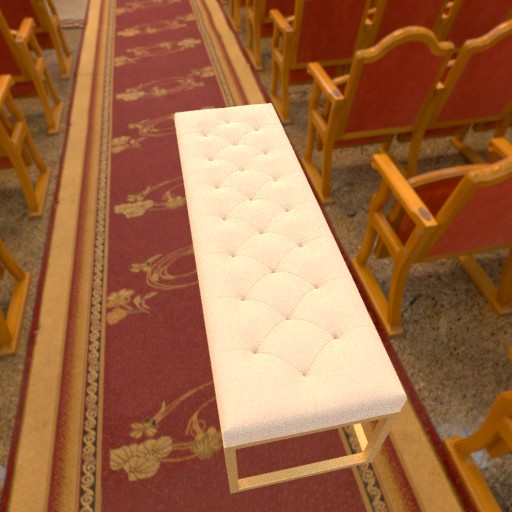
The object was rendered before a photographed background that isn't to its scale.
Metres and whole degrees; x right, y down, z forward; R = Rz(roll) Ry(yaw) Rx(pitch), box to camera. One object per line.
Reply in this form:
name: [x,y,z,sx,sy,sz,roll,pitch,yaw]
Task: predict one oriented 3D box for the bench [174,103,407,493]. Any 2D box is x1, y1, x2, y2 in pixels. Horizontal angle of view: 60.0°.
bench: [0.000,0.000,1.694,0.457,0.484,1.473,-8,48,-8]
